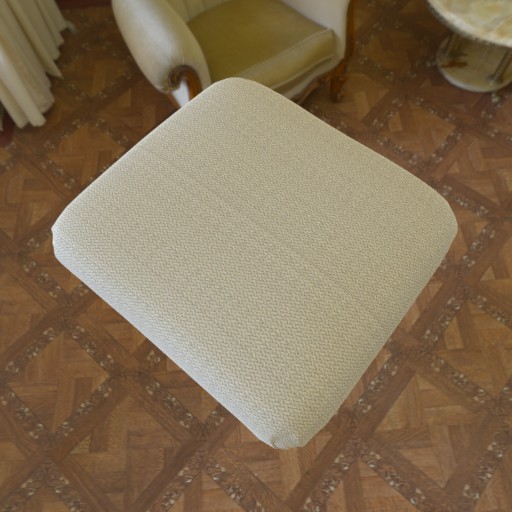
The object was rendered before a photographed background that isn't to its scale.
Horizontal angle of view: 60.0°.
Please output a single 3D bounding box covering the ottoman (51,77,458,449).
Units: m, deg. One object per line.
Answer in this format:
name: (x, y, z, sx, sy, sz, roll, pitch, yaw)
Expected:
ottoman: (0.000, 0.000, 1.047, 0.684, 0.447, 0.622, 36, 69, 16)
